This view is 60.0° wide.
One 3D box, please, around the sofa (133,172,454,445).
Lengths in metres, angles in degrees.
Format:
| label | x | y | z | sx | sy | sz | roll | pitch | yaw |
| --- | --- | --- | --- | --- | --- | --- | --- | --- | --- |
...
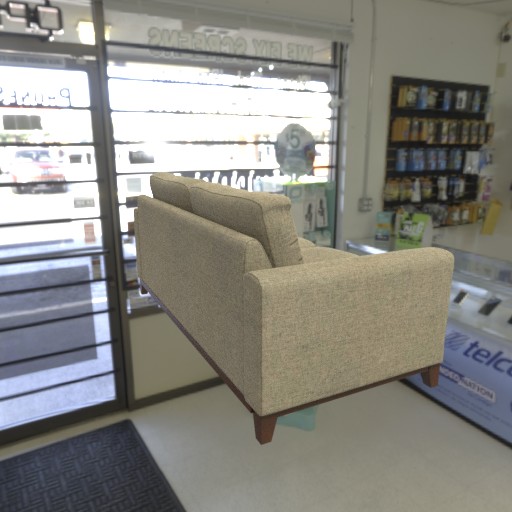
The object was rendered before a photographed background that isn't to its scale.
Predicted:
| label | x | y | z | sx | sy | sz | roll | pitch | yaw |
| --- | --- | --- | --- | --- | --- | --- | --- | --- | --- |
| sofa | 0.000 | 0.000 | 2.550 | 0.969 | 0.892 | 1.978 | -7 | 16 | -26 |
